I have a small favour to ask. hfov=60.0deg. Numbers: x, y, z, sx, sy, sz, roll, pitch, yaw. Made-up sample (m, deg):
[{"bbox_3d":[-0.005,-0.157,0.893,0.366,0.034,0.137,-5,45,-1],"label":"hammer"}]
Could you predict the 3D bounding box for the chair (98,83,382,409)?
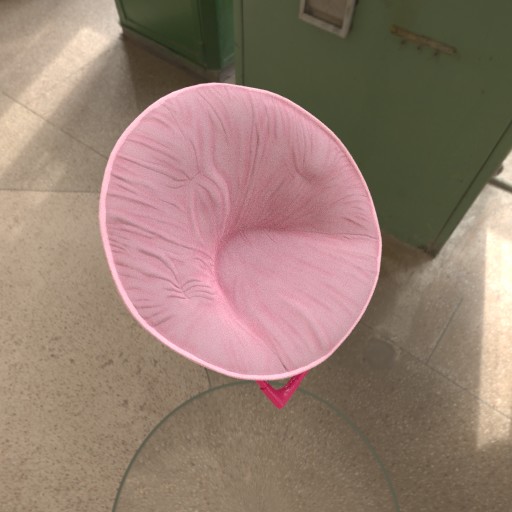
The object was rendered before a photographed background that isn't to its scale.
[{"bbox_3d":[0.000,0.000,0.869,0.459,0.494,0.522,34,64,19],"label":"chair"}]
